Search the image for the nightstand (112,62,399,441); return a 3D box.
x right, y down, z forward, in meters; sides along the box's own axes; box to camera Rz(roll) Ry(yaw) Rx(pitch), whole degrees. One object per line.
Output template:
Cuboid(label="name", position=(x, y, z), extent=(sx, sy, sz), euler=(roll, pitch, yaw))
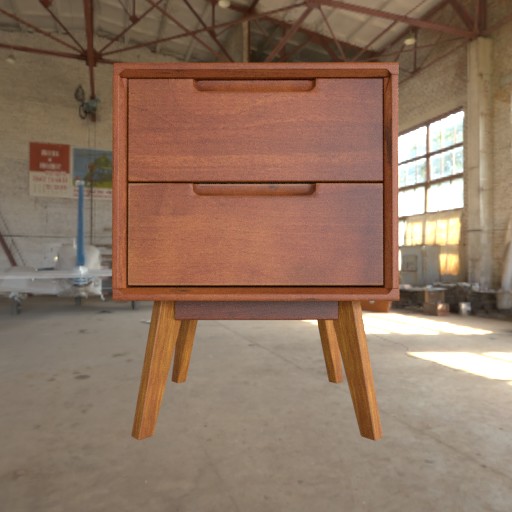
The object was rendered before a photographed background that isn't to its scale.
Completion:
Cuboid(label="nightstand", position=(0.000, 0.000, 0.915), extent=(0.460, 0.618, 0.411), euler=(0, -1, 0))
